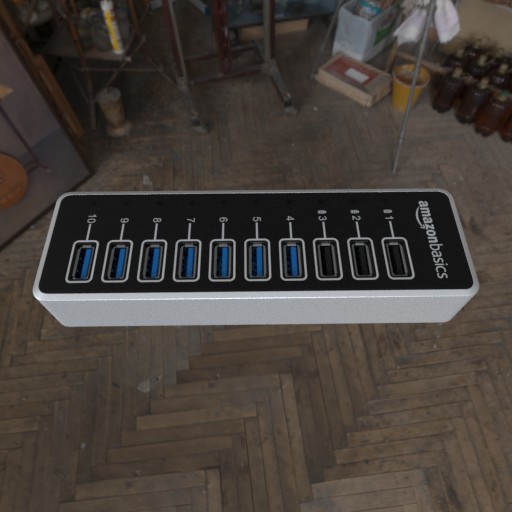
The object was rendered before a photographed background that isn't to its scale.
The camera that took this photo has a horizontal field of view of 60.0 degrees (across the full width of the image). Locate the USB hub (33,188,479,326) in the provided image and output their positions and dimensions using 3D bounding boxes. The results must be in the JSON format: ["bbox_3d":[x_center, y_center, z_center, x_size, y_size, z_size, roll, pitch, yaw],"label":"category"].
[{"bbox_3d":[0.000,0.000,0.162,0.145,0.023,0.044,-1,59,0],"label":"USB hub"}]
